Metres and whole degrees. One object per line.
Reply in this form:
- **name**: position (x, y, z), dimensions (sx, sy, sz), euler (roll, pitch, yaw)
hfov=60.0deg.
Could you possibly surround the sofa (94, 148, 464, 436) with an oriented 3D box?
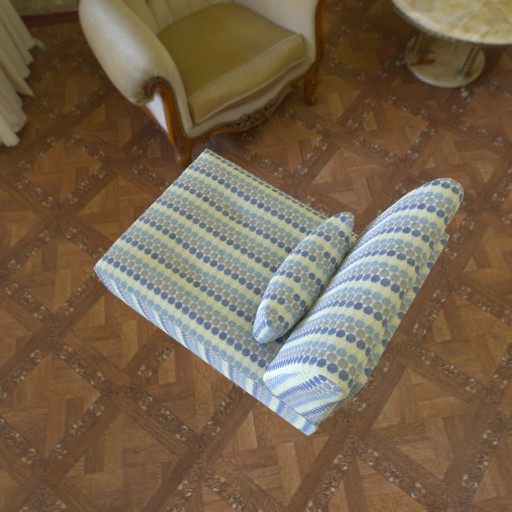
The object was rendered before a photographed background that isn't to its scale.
- **sofa**: position (0.000, 0.000, 1.550), dimensions (1.000, 0.820, 0.700), euler (32, 67, 15)
